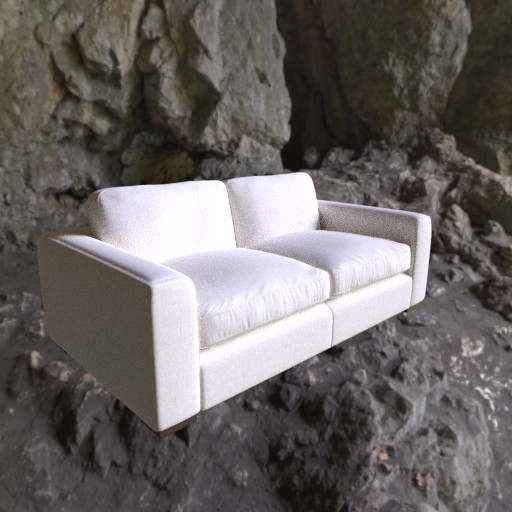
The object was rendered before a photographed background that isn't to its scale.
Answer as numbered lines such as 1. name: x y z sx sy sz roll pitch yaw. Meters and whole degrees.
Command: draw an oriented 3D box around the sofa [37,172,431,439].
1. sofa: 0.000 0.000 2.404 1.920 0.801 1.069 -14 20 -41
